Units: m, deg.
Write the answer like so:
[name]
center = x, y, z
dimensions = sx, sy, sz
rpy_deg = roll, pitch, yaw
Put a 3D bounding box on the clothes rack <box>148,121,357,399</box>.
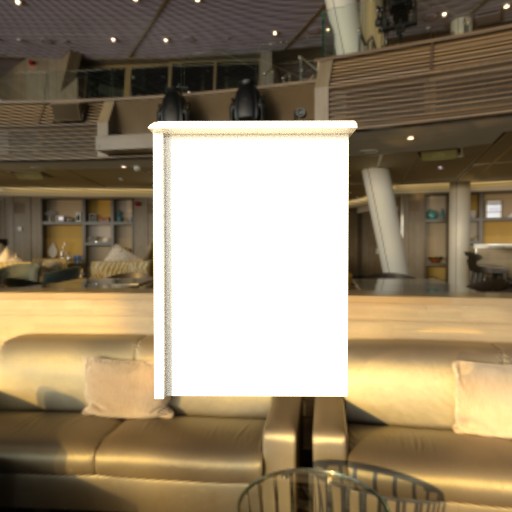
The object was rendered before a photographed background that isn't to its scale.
[clothes rack]
center = 0.000, 0.000, 1.472
dimensions = 0.405, 0.558, 1.218
rpy_deg = 0, 1, 1
